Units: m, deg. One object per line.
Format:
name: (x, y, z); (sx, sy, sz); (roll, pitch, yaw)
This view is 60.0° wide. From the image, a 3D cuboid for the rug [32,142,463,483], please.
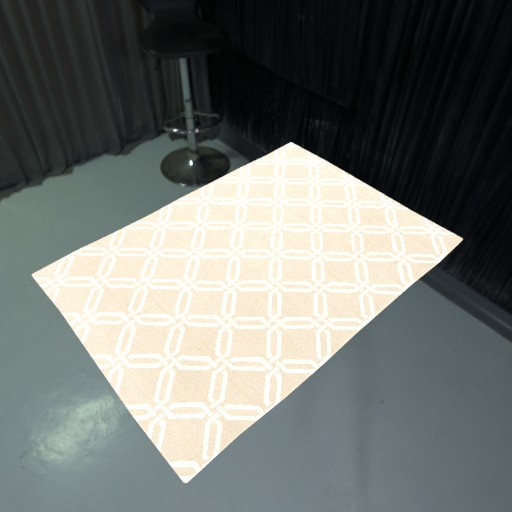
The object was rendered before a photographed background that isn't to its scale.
rug: (0.000, 0.000, 2.651); (2.135, 0.013, 1.524); (-33, 54, -28)
